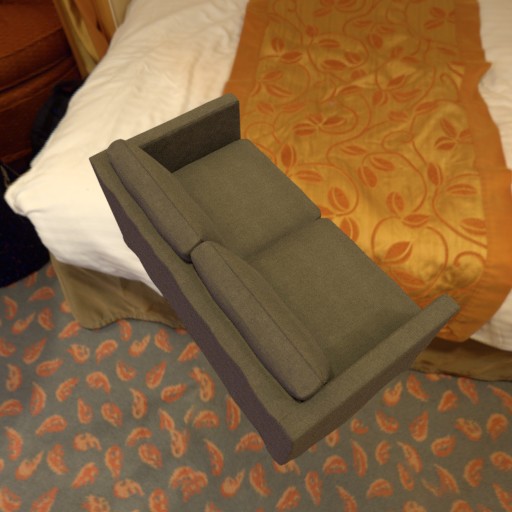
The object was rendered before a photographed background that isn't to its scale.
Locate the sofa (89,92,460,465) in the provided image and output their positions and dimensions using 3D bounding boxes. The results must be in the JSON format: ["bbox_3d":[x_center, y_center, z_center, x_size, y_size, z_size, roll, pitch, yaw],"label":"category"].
[{"bbox_3d":[0.000,0.000,2.389,0.974,0.854,1.802,-32,63,-18],"label":"sofa"}]
